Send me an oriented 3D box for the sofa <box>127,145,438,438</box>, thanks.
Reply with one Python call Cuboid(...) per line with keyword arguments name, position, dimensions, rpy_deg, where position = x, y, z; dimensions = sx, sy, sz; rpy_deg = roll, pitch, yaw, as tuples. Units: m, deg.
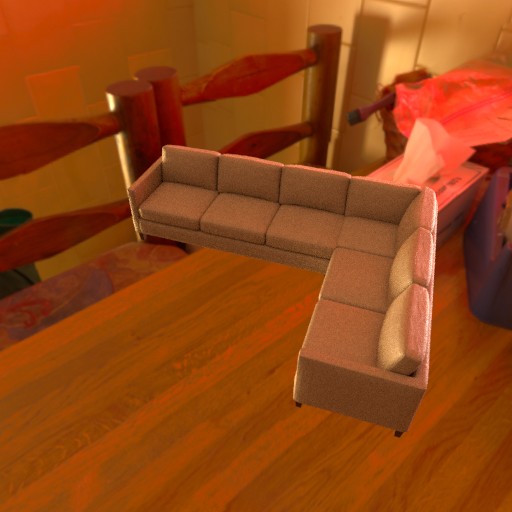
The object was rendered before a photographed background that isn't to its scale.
Cuboid(name="sofa", position=(0.000, 0.000, 4.463), dimensions=(3.333, 0.934, 2.522), rpy_deg=(13, 42, 14))
